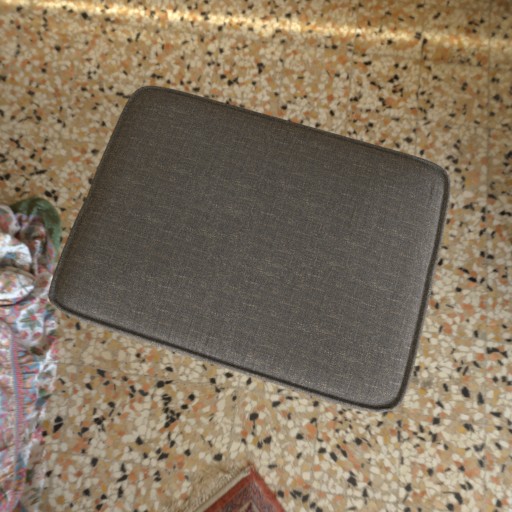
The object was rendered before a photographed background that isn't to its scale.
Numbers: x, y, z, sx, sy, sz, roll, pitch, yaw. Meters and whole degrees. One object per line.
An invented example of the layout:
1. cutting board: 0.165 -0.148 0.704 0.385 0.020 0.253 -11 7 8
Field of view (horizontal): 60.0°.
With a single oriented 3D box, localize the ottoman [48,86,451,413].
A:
1. ottoman: 0.000 0.000 1.093 0.749 0.450 0.549 17 77 4
